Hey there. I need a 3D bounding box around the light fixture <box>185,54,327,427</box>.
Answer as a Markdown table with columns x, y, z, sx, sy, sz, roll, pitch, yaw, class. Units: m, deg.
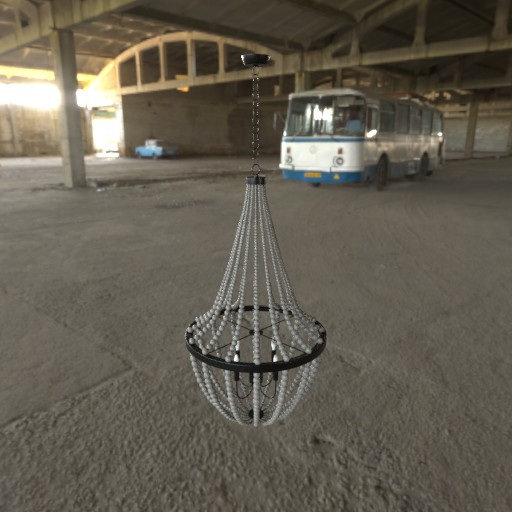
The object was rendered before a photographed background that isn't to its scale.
| x | y | z | sx | sy | sz | roll | pitch | yaw | class |
| --- | --- | --- | --- | --- | --- | --- | --- | --- | --- |
| 0.000 | 0.000 | 1.361 | 0.450 | 1.133 | 0.450 | 0 | 15 | 0 | light fixture |
